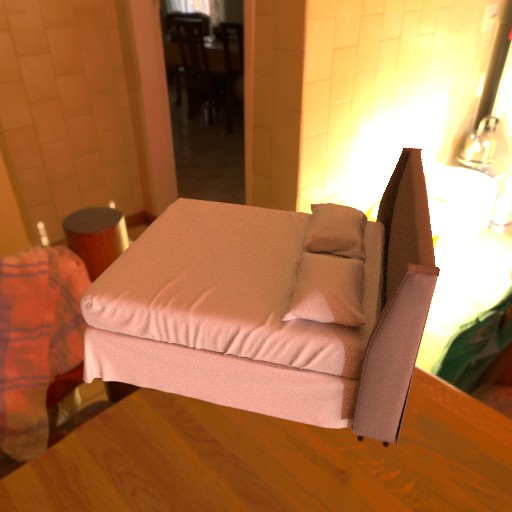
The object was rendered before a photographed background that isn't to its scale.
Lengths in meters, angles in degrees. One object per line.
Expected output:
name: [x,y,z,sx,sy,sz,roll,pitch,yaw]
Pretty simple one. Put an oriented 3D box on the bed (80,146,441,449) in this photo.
bed: [0.000,0.000,3.375,2.276,1.332,1.925,8,33,13]
